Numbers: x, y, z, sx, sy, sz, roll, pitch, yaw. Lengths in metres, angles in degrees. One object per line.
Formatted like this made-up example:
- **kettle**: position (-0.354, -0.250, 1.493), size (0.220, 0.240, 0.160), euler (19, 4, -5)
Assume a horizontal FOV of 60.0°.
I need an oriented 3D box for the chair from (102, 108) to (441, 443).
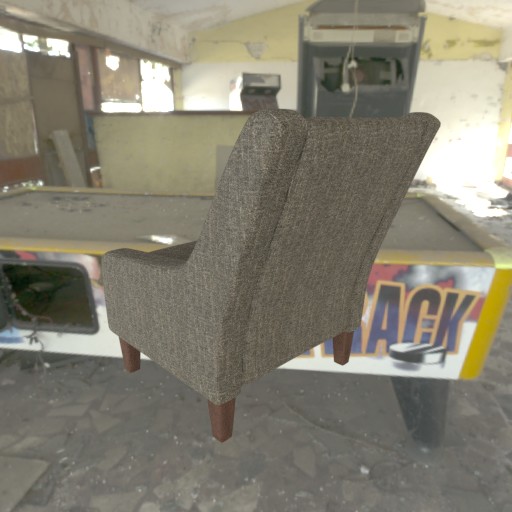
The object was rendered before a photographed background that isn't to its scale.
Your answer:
- **chair**: position (0.000, 0.000, 1.641), size (0.793, 1.012, 0.944), euler (-16, 23, -42)
